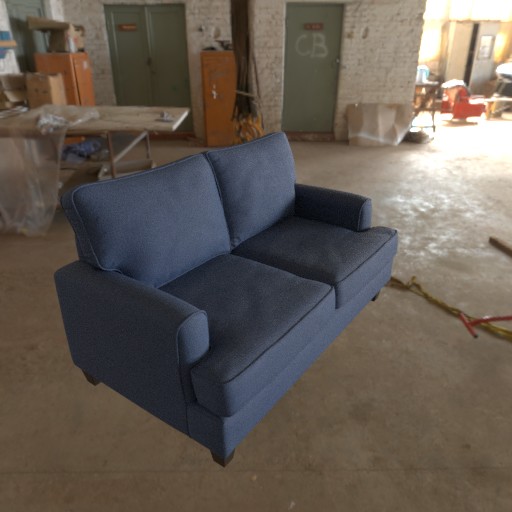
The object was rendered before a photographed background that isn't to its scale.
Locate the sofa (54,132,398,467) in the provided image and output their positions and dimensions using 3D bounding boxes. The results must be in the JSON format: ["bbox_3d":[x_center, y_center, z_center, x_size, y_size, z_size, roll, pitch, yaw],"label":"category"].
[{"bbox_3d":[0.000,0.000,2.236,0.965,0.965,1.651,17,31,32],"label":"sofa"}]
